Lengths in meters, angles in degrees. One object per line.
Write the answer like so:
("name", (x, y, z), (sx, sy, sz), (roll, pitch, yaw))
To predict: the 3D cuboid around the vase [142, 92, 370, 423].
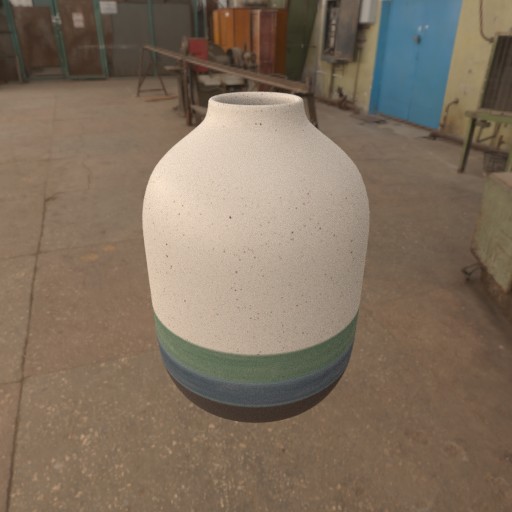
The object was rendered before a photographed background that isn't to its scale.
("vase", (0.000, 0.000, 0.354), (0.169, 0.240, 0.169), (0, 28, 0))
